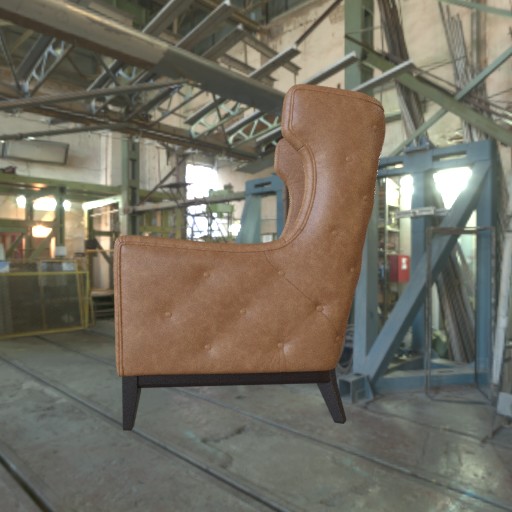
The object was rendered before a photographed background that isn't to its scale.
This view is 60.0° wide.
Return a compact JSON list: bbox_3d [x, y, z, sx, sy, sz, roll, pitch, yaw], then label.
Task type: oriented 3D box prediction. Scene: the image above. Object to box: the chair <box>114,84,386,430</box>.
[{"bbox_3d":[0.000,0.000,1.718,0.899,1.079,0.766,0,0,0],"label":"chair"}]
